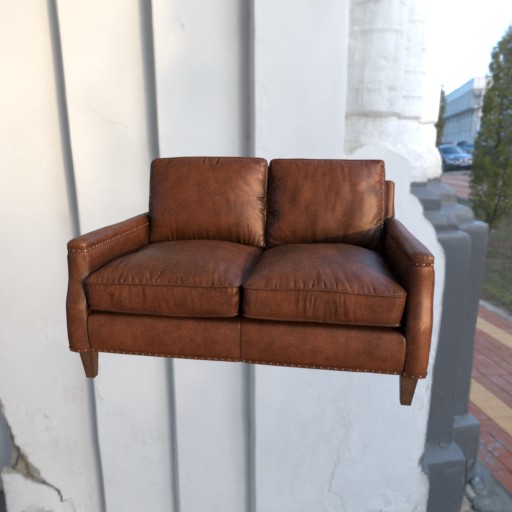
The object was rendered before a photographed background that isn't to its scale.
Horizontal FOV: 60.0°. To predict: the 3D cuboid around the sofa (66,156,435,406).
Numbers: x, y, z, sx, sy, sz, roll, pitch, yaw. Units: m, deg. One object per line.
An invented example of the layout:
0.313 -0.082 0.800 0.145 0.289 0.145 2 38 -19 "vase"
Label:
0.000 0.000 2.337 1.628 1.003 1.083 2 14 9 "sofa"
